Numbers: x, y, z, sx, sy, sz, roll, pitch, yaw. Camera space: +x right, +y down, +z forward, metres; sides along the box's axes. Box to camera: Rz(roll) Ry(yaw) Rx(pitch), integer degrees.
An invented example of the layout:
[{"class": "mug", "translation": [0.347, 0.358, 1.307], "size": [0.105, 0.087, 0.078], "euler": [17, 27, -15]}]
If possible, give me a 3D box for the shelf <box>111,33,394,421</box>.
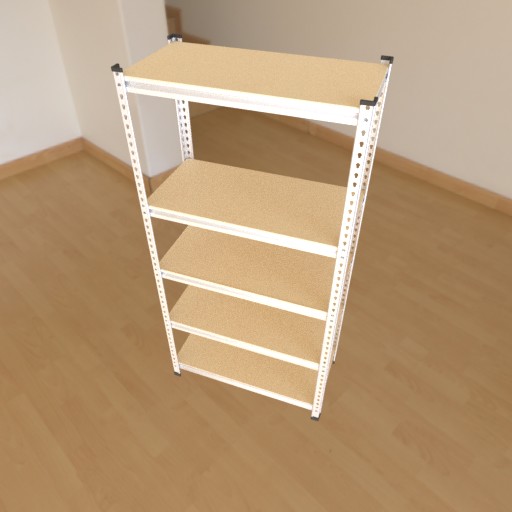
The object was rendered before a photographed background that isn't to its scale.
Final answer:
[{"class": "shelf", "translation": [0.000, 0.000, 2.177], "size": [0.914, 1.829, 0.457], "euler": [13, 43, 15]}]
